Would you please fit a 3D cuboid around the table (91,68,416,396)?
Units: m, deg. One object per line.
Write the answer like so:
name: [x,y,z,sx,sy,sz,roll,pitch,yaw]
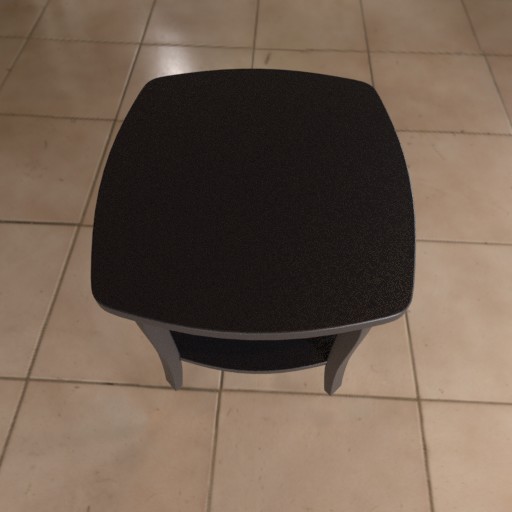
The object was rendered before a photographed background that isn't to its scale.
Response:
table: [0.000,0.000,0.850,0.457,0.457,0.508,2,58,1]
